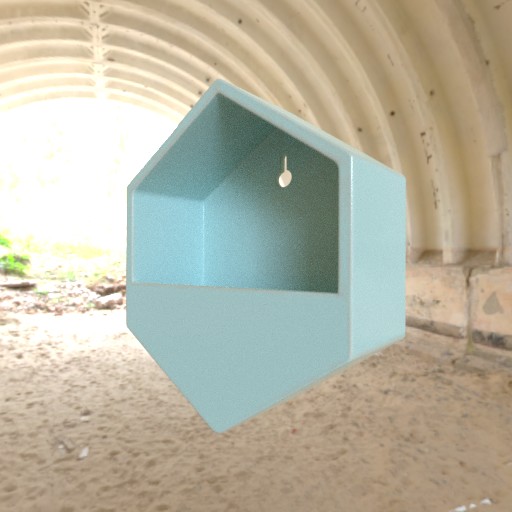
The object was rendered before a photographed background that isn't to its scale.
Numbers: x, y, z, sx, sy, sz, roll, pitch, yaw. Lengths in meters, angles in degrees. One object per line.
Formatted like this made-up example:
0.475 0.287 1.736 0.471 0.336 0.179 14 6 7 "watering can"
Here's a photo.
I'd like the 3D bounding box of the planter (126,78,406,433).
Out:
0.000 0.000 0.288 0.169 0.207 0.078 0 0 37 "planter"
